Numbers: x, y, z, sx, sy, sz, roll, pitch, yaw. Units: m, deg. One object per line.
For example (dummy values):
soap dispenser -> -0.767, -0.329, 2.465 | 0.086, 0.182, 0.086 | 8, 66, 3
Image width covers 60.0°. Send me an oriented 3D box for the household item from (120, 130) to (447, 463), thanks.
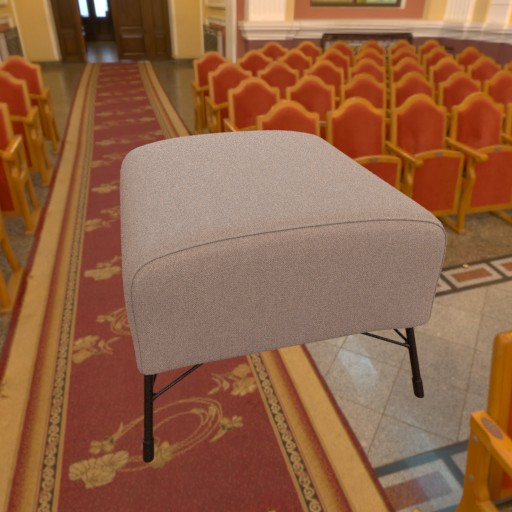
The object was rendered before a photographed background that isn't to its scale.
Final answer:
household item -> 0.000, 0.000, 0.905 | 0.530, 0.410, 0.530 | -8, 31, -13
